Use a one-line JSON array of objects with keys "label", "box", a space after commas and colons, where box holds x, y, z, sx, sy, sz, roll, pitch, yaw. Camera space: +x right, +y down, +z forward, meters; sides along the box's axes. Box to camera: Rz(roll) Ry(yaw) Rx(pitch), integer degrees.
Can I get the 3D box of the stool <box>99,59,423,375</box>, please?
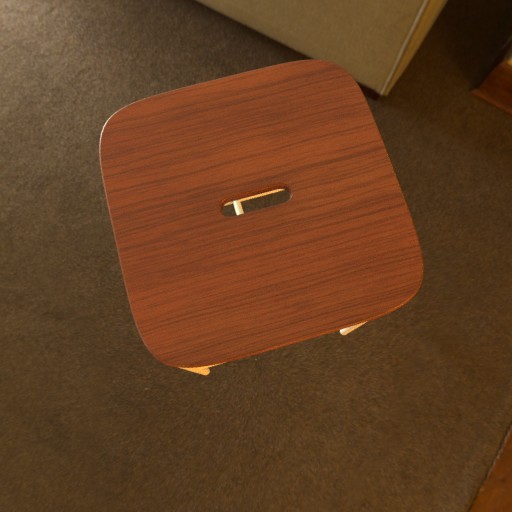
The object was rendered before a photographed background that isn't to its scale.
[{"label": "stool", "box": [0.000, 0.000, 0.847, 0.376, 0.610, 0.376, -15, 77, -4]}]
